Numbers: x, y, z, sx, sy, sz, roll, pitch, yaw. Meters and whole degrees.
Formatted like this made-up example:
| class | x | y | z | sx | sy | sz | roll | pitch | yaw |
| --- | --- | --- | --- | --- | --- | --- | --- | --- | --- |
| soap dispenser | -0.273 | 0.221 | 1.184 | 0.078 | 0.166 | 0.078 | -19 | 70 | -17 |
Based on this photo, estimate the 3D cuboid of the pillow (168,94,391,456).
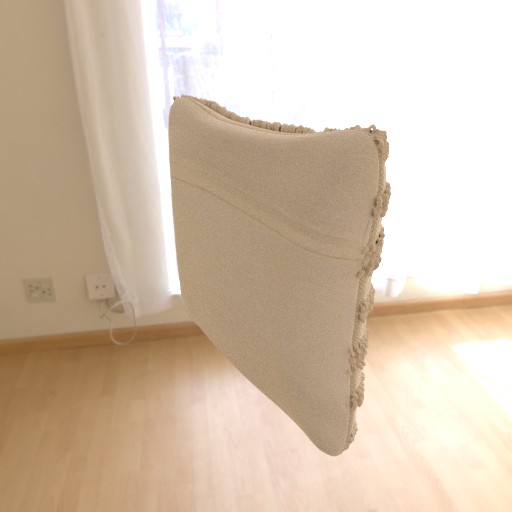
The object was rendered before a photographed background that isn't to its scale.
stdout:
| class | x | y | z | sx | sy | sz | roll | pitch | yaw |
| --- | --- | --- | --- | --- | --- | --- | --- | --- | --- |
| pillow | 0.000 | 0.000 | 0.654 | 0.145 | 0.427 | 0.437 | -17 | 31 | -31 |
